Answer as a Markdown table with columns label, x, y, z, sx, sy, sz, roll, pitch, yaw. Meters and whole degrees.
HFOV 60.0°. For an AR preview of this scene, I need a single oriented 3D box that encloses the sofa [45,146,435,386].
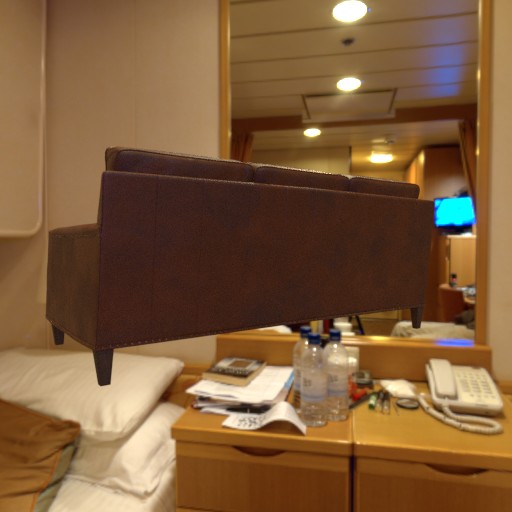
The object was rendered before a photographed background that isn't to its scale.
| label | x | y | z | sx | sy | sz | roll | pitch | yaw |
| --- | --- | --- | --- | --- | --- | --- | --- | --- | --- |
| sofa | 0.000 | 0.000 | 2.747 | 2.240 | 1.003 | 1.084 | -1 | 2 | -35 |
